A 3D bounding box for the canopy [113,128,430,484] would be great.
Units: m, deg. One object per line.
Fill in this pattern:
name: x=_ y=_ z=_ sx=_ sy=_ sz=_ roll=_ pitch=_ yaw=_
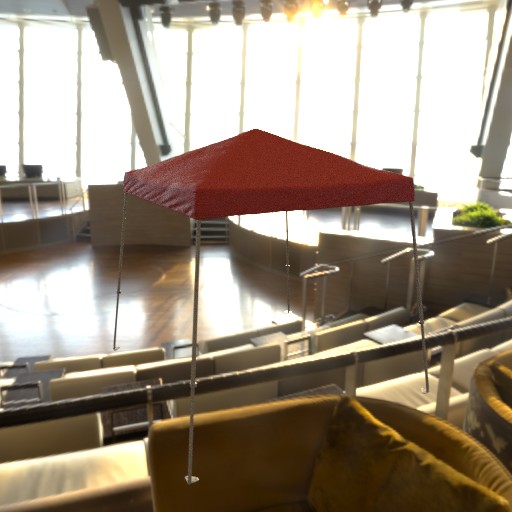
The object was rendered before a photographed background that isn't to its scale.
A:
canopy: x=0.000 y=0.000 z=6.475 sx=3.599 sy=3.600 sz=3.600 roll=-8 pitch=16 yaw=-28
